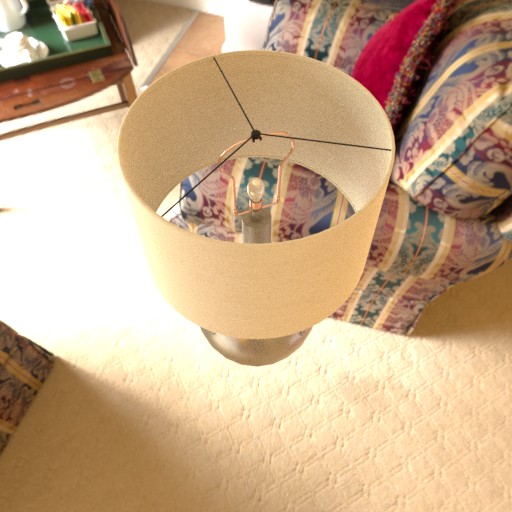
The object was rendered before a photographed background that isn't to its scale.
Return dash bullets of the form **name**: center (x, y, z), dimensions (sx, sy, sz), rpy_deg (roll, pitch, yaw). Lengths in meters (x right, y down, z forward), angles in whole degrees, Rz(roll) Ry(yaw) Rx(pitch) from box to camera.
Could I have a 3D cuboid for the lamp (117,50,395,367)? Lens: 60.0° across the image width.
- **lamp**: center (0.000, 0.000, 0.714), dimensions (0.330, 0.521, 0.330), rpy_deg (0, 58, 0)
